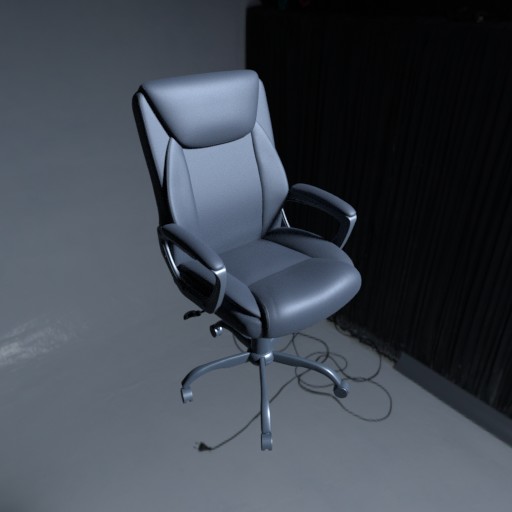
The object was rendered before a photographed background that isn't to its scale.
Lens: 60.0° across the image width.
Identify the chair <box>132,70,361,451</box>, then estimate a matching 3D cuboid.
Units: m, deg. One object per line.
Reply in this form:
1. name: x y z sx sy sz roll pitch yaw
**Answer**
1. chair: 0.000 0.000 1.474 0.615 1.072 0.655 -22 37 -32
